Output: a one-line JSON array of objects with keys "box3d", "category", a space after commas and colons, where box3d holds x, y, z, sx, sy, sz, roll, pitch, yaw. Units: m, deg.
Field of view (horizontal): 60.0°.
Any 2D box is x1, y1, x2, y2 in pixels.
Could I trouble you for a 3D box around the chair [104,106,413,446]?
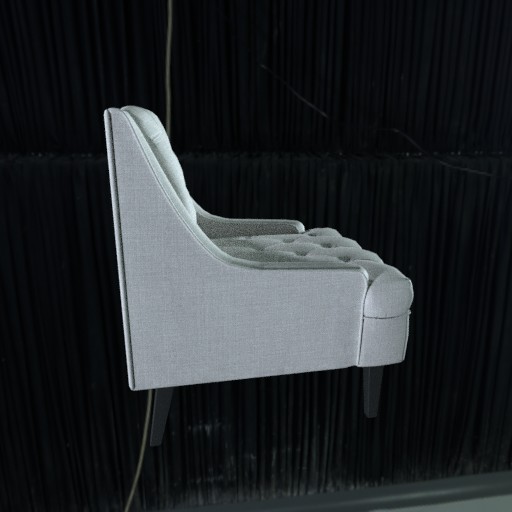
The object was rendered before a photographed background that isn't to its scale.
[{"box3d": [0.000, 0.000, 1.411, 0.772, 0.891, 0.658, -3, 17, -11], "category": "chair"}]
